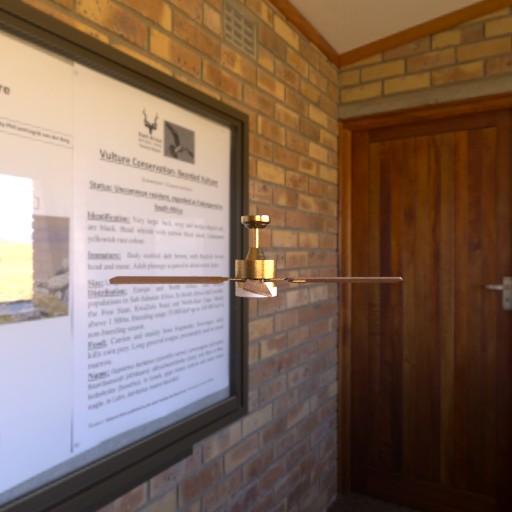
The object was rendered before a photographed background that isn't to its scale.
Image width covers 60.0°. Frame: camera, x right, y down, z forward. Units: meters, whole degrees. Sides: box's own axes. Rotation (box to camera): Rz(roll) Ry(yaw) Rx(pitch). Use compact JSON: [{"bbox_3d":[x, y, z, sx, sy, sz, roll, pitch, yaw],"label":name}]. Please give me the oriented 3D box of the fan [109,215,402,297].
[{"bbox_3d":[0.000,0.000,2.001,1.320,0.355,1.320,0,0,0],"label":"fan"}]
